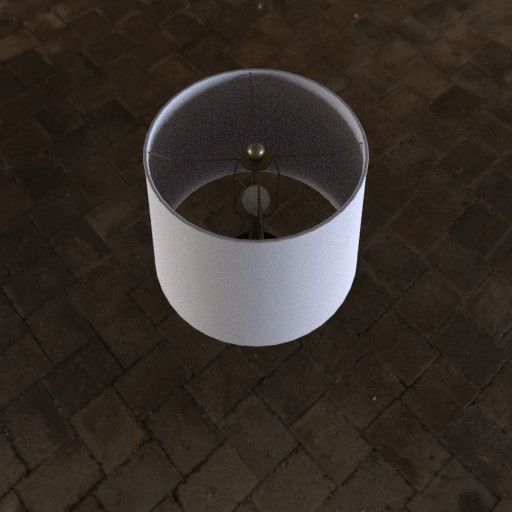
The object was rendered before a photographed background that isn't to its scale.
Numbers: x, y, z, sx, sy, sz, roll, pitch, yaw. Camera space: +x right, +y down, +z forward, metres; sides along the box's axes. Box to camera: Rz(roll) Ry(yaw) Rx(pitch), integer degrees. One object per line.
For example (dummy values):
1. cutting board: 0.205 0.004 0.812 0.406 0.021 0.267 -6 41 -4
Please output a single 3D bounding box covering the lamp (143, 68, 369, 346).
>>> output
1. lamp: 0.000 0.000 0.548 0.239 0.399 0.239 0 62 0
